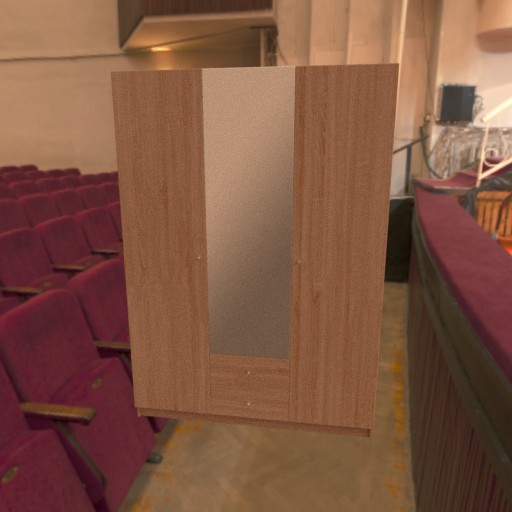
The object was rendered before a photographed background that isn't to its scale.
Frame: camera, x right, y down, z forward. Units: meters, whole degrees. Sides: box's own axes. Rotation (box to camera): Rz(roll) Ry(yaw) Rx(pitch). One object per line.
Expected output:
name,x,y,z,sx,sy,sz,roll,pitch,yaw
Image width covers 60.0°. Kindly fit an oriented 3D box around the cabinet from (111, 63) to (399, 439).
cabinet,0.000,0.000,2.781,1.500,2.120,0.590,2,14,9
